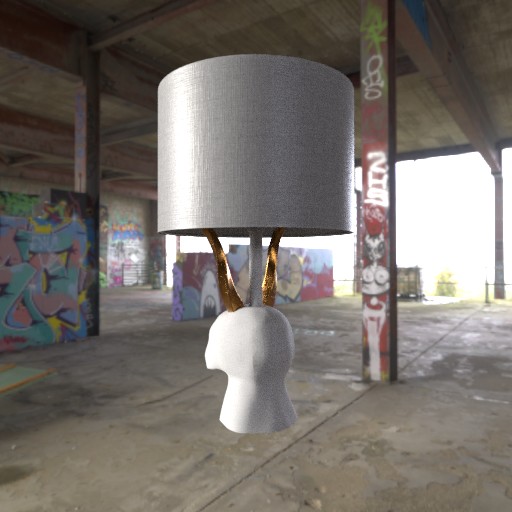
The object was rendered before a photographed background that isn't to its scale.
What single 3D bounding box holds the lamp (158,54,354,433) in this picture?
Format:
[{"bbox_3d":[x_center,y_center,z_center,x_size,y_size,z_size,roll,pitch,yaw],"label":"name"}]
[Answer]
[{"bbox_3d":[0.000,0.000,0.689,0.298,0.503,0.298,0,0,-36],"label":"lamp"}]
